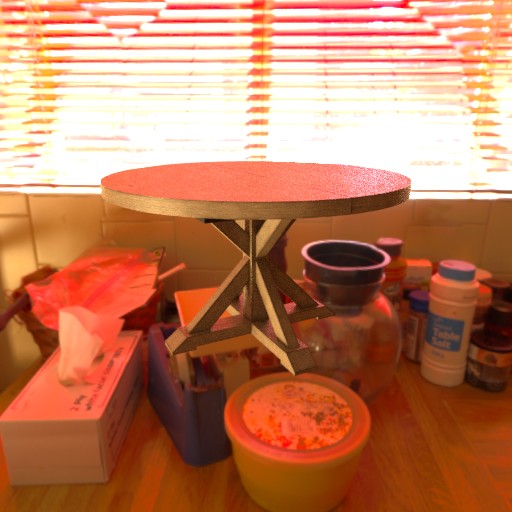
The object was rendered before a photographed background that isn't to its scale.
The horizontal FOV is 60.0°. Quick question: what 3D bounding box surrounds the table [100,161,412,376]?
[{"bbox_3d":[0.000,0.000,2.151,1.363,0.781,1.363,0,17,0],"label":"table"}]
